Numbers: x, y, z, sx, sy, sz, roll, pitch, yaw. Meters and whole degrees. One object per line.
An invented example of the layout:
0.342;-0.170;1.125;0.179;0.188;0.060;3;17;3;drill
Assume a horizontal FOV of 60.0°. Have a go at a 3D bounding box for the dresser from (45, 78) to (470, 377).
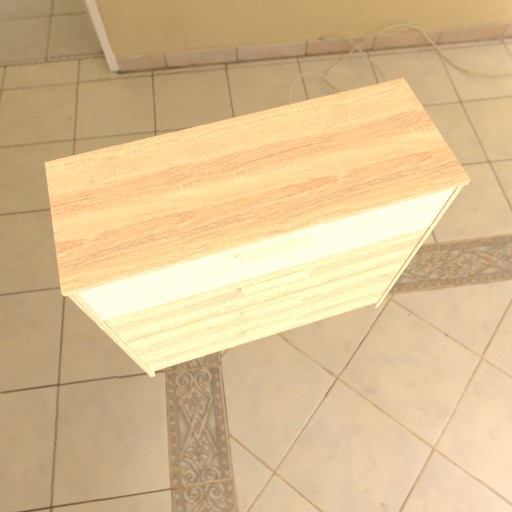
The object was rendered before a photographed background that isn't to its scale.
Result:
0.000;0.000;1.486;0.980;0.900;0.380;-16;64;-8;dresser
